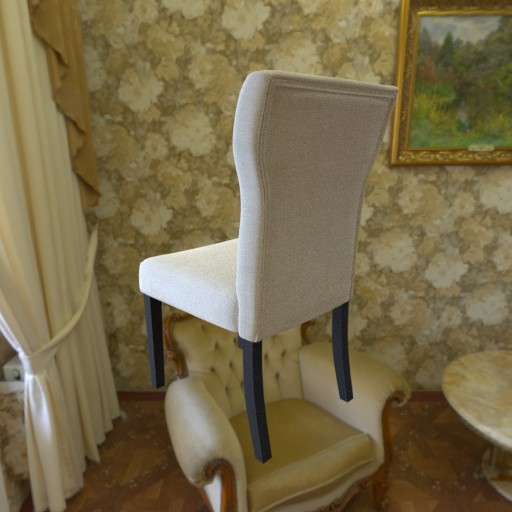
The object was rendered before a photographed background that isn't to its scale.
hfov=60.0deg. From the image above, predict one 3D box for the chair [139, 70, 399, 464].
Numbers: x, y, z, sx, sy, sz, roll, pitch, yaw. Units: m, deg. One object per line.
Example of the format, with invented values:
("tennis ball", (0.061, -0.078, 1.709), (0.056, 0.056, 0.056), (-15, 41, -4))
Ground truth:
("chair", (0.000, 0.000, 1.284), (0.509, 0.921, 0.597), (-15, 21, -43))
